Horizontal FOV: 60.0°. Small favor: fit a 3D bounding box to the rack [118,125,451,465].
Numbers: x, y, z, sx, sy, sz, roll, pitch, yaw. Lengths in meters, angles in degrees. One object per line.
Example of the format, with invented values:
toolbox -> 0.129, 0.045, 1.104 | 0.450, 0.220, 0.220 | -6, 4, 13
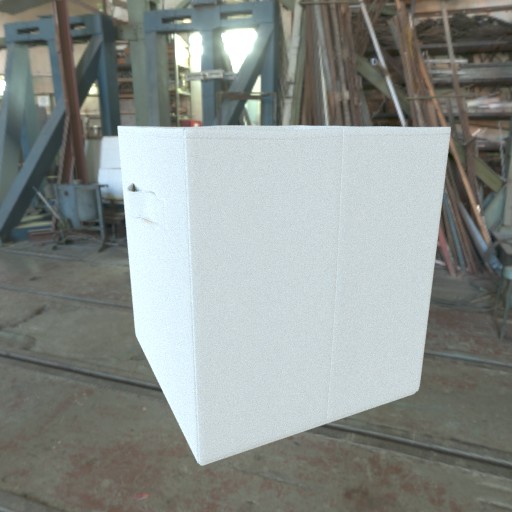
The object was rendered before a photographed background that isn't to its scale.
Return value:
rack -> 0.000, 0.000, 0.498 | 0.270, 0.280, 0.270 | -8, 19, -25
